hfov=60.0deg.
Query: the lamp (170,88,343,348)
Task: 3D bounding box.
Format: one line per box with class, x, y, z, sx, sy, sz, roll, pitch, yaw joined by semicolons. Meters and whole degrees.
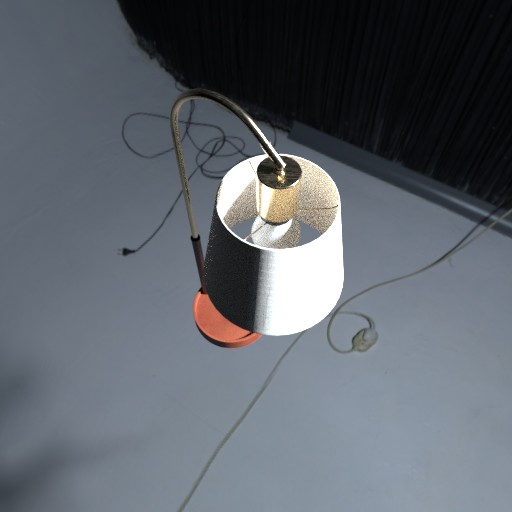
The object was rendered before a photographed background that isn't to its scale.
lamp;0.000;0.000;0.669;0.273;0.536;0.211;30;62;18
